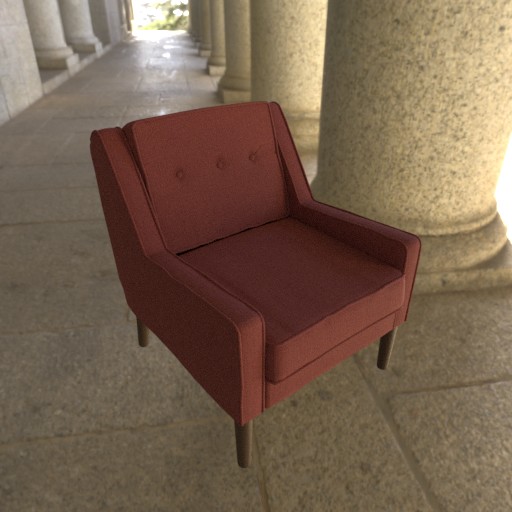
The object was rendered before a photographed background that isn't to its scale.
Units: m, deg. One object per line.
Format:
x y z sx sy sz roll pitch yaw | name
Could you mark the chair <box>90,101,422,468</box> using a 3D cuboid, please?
0.000 0.000 1.381 0.680 0.812 0.770 -21 36 -32 | chair
